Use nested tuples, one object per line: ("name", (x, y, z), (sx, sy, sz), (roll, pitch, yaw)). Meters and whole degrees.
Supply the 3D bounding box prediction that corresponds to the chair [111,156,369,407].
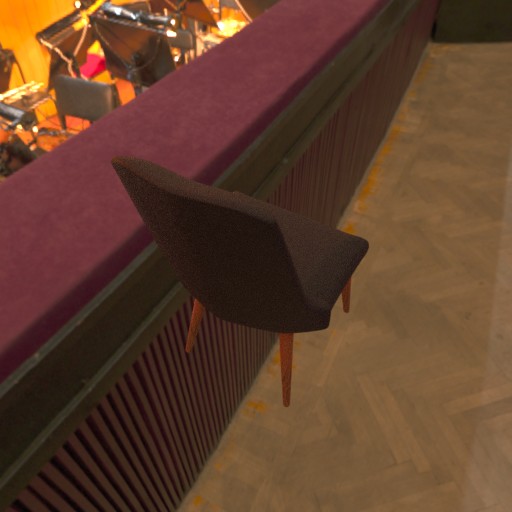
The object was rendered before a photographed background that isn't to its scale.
("chair", (0.000, 0.000, 1.196), (0.504, 0.820, 0.567), (23, 50, 21))
